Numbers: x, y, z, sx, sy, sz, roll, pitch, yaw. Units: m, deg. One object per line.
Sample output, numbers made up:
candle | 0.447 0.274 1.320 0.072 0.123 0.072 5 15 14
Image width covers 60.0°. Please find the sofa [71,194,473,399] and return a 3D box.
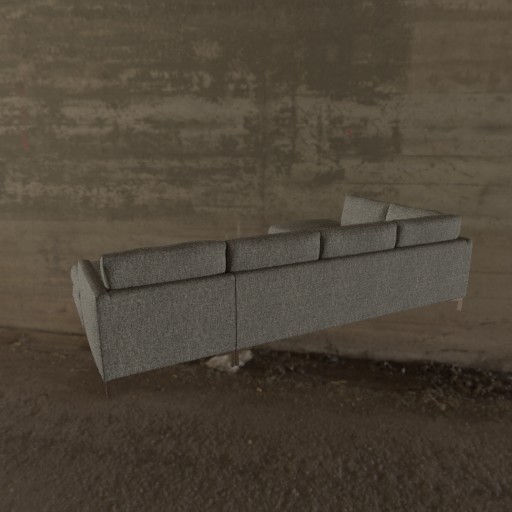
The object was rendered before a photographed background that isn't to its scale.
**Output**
sofa | 0.000 0.000 3.551 2.737 0.756 1.879 -8 17 -26
